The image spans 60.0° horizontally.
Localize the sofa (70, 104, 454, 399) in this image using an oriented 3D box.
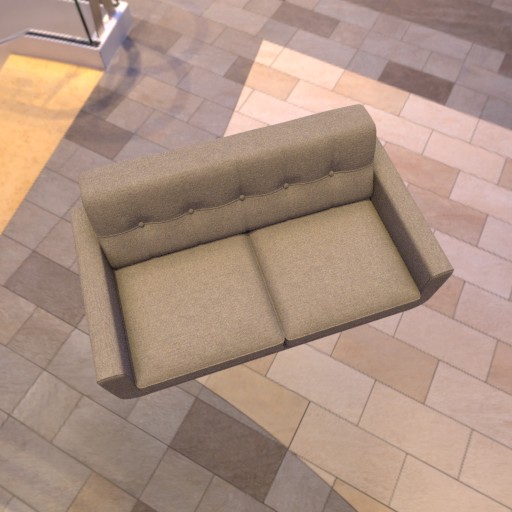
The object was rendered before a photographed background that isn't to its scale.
[{"bbox_3d":[0.000,0.000,2.206,1.631,0.841,0.909,-16,64,-8],"label":"sofa"}]
